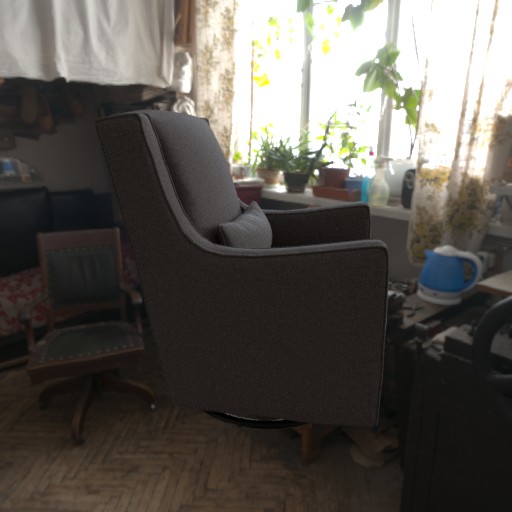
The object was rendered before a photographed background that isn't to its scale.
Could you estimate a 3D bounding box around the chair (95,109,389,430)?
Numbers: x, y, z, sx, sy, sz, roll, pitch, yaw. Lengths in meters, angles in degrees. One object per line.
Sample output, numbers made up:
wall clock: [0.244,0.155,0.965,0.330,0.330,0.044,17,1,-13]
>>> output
chair: [0.000,0.000,1.583,0.879,0.993,0.732,3,16,9]
